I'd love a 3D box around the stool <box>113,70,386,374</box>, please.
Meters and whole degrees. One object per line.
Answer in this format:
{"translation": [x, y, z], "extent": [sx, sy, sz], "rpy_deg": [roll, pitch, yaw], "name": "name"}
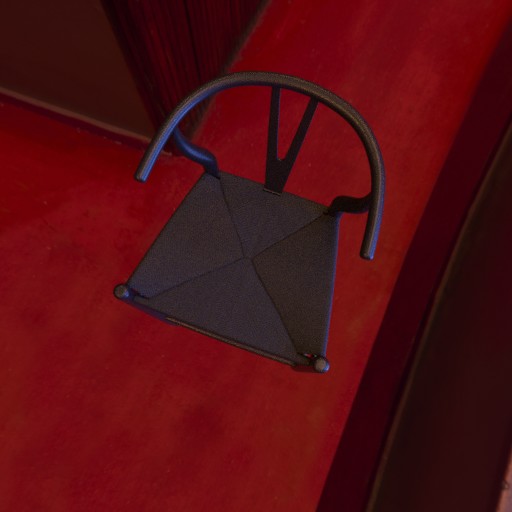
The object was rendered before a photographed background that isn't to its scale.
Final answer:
{"translation": [0.000, 0.000, 1.422], "extent": [0.569, 1.072, 0.579], "rpy_deg": [19, 76, 5], "name": "stool"}
